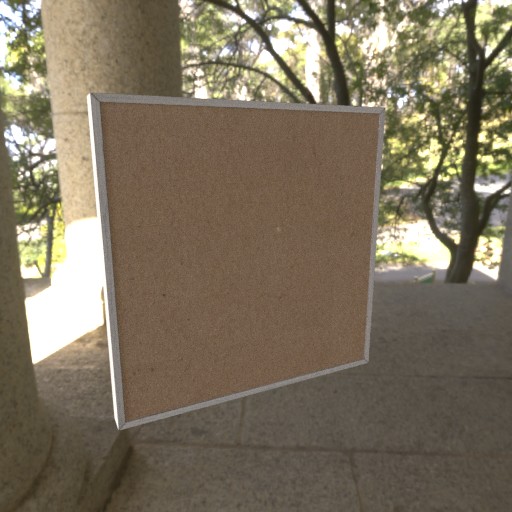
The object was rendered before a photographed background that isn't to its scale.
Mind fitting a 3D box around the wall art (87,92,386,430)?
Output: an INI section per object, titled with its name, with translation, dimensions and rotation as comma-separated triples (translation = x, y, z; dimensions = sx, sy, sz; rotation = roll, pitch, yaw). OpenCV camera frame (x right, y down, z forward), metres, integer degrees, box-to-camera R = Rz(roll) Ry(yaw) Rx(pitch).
[wall art]
translation = 0.000, 0.000, 0.772
dimensions = 0.508, 0.508, 0.038
rotation = -7, 15, -26
